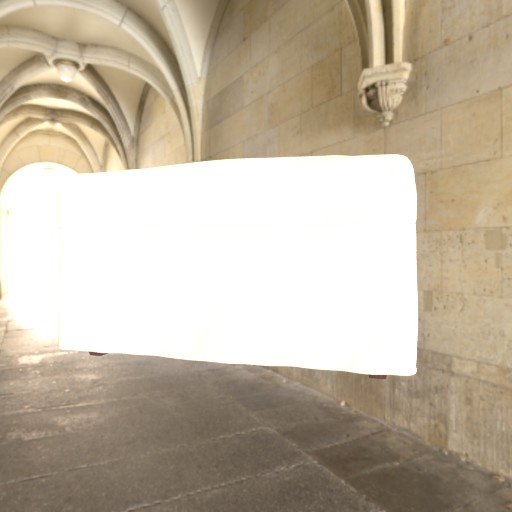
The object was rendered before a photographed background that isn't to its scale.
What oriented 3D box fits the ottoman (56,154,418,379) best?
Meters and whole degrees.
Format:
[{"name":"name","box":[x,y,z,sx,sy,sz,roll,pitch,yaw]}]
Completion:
[{"name":"ottoman","box":[0.000,0.000,1.246,0.833,0.485,0.650,0,0,18]}]
